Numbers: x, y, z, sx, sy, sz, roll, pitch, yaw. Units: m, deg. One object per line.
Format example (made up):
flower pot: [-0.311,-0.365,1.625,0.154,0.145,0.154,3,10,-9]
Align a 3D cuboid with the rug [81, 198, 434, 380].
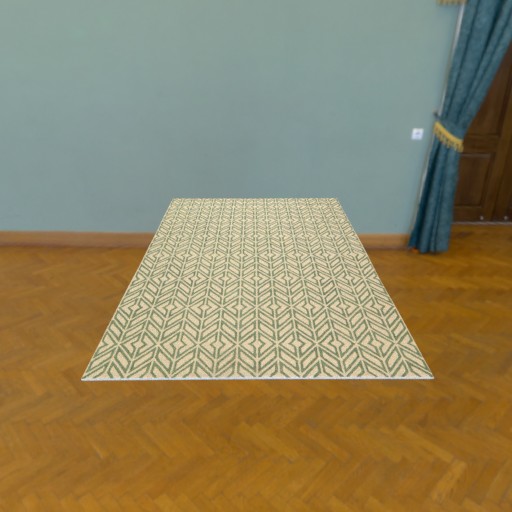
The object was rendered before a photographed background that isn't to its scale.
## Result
rug: [0.000,0.000,2.998,1.517,0.011,2.435,0,26,0]
